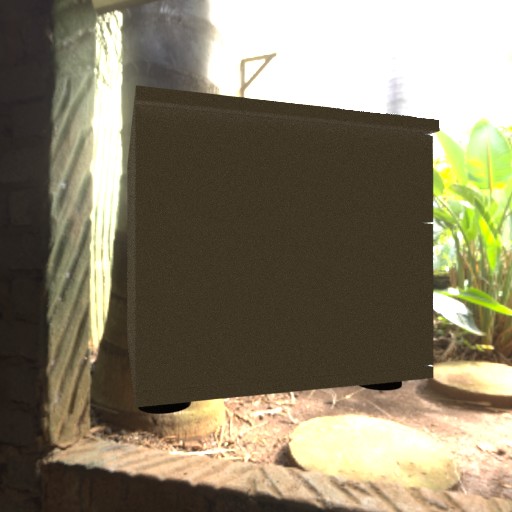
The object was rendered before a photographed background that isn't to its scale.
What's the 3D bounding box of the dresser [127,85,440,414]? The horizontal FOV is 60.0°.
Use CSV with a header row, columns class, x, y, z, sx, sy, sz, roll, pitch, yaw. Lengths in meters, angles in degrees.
class,x,y,z,sx,sy,sz,roll,pitch,yaw
dresser,0.000,0.000,0.732,0.400,0.360,0.430,0,0,-17
